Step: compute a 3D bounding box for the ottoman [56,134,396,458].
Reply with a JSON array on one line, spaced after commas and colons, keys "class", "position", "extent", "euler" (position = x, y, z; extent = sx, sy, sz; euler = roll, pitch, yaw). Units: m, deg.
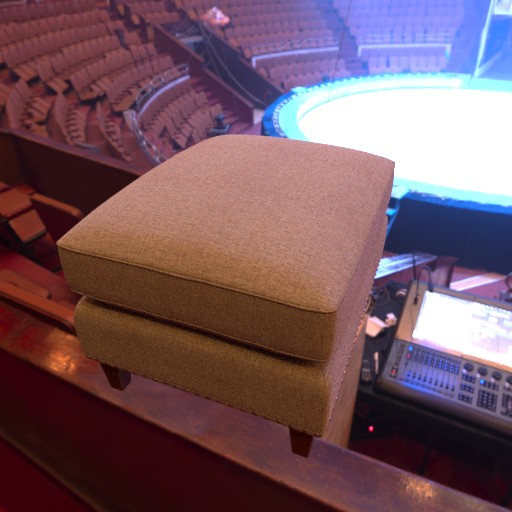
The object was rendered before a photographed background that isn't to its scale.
[{"class": "ottoman", "position": [0.000, 0.000, 1.157], "extent": [0.584, 0.513, 0.741], "euler": [12, 34, 19]}]
